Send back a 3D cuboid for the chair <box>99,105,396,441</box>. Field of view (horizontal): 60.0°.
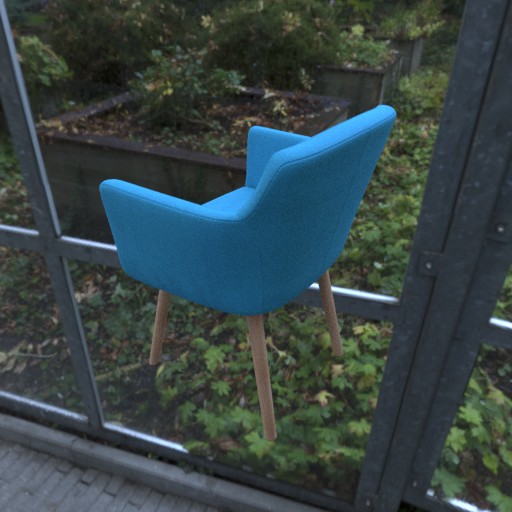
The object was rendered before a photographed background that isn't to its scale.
[{"bbox_3d":[0.000,0.000,1.167,0.540,0.780,0.570,21,37,31],"label":"chair"}]
